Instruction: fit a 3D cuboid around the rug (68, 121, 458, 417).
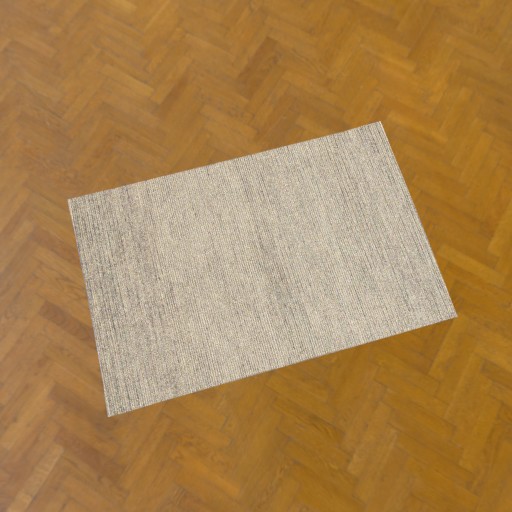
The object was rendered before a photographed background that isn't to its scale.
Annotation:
[{"bbox_3d":[0.000,0.000,2.320,1.804,0.022,1.162,-15,75,-4],"label":"rug"}]
